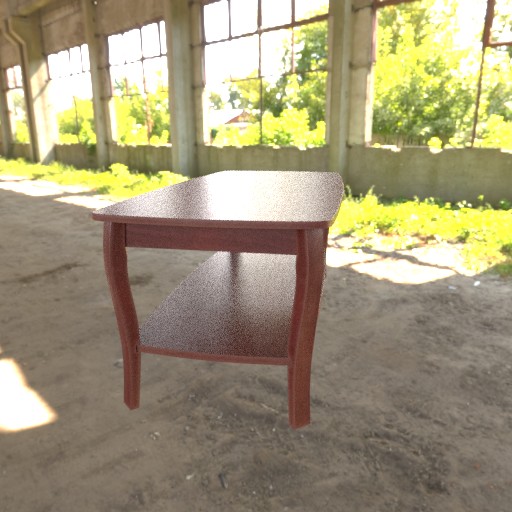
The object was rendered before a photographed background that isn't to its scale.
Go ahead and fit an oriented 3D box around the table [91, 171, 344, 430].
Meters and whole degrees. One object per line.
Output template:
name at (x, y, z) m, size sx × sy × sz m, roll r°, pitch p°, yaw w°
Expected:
table at (0.000, 0.000, 1.500) m, size 0.561 × 0.473 × 1.216 m, roll 3°, pitch 15°, yaw 10°
